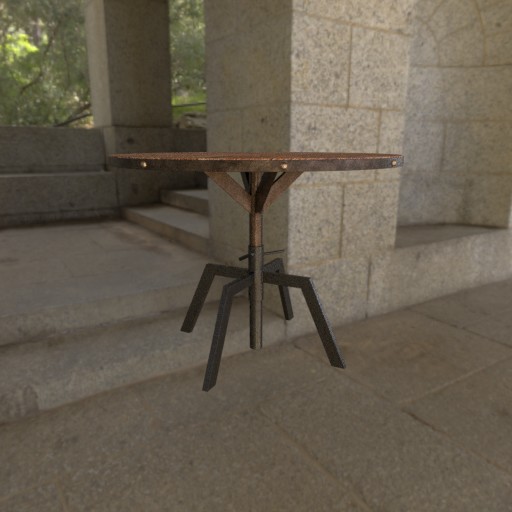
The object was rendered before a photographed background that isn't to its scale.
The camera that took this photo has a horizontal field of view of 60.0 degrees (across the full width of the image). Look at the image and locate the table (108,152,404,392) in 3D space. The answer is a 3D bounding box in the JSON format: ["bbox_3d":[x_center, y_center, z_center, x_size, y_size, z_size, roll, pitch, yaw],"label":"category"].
[{"bbox_3d":[0.000,0.000,1.470,0.885,0.658,0.885,0,14,0],"label":"table"}]
